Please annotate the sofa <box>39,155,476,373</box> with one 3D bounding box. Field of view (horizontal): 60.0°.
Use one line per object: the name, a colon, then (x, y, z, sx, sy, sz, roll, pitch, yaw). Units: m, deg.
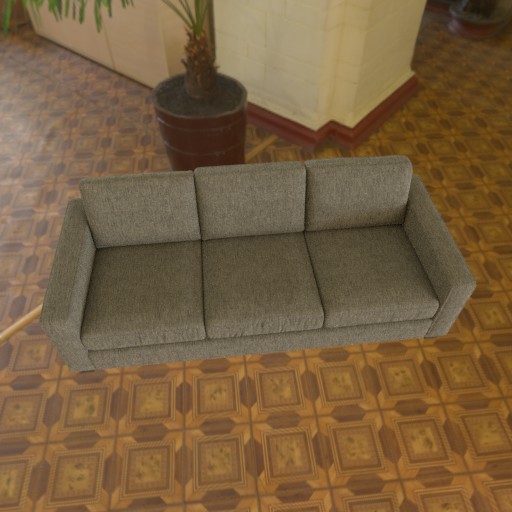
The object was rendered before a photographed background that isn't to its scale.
sofa: (0.000, 0.000, 2.544, 2.160, 0.800, 0.900, -5, 49, -4)
